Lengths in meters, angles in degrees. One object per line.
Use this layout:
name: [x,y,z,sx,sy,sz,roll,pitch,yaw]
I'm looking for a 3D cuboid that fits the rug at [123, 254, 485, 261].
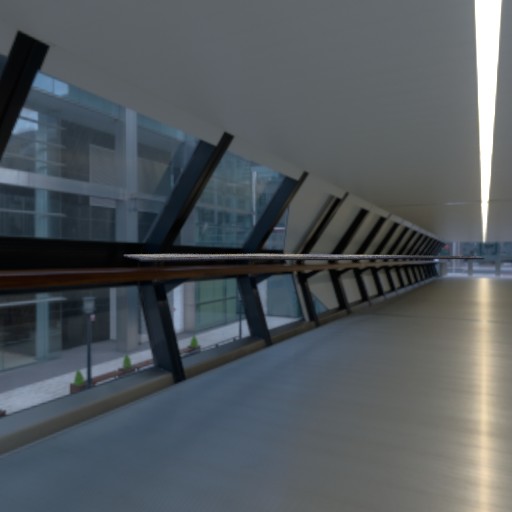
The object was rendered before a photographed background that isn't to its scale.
rug: [0.000,0.000,4.883,2.716,0.035,3.612,0,1,-18]
